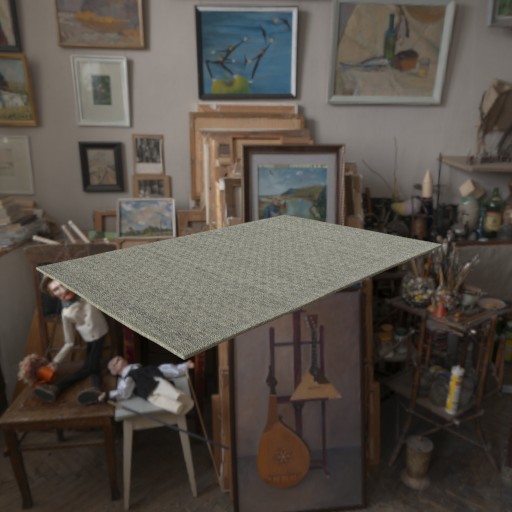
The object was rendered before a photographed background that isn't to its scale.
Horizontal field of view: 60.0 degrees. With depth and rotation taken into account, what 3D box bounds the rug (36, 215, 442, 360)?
[{"bbox_3d":[0.000,0.000,2.968,2.297,0.018,1.532,-16,23,-42],"label":"rug"}]
